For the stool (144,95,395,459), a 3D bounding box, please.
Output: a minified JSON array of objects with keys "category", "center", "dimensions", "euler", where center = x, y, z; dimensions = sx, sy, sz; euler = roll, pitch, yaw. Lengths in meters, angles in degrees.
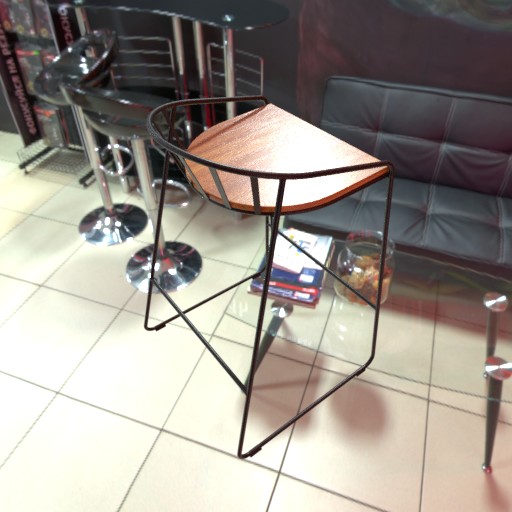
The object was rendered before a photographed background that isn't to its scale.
[{"category":"stool","center":[0.000,0.000,1.174],"dimensions":[0.521,0.812,0.546],"euler":[-27,48,-27]}]
